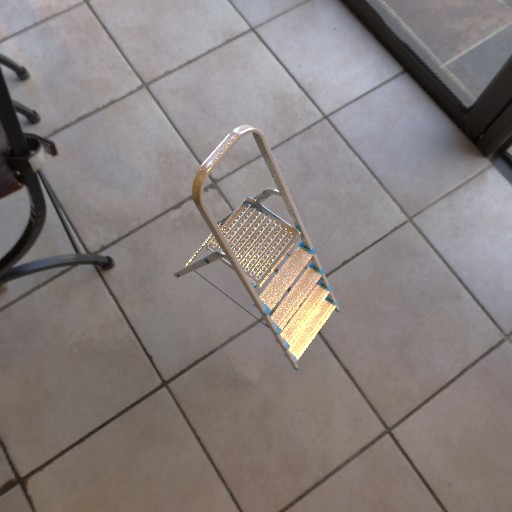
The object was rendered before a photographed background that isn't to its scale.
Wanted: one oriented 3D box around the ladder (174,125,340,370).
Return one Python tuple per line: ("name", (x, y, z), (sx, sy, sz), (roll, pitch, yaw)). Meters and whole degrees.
("ladder", (0.000, 0.000, 2.037), (0.990, 1.648, 0.468), (36, 77, 10))
